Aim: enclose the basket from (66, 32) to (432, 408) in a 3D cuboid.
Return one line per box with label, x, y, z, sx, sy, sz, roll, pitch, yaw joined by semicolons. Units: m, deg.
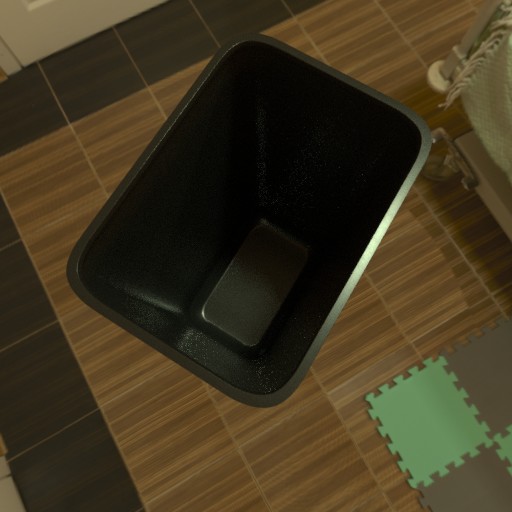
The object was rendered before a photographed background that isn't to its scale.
basket;0.000;0.000;0.751;0.287;0.521;0.394;31;78;7
